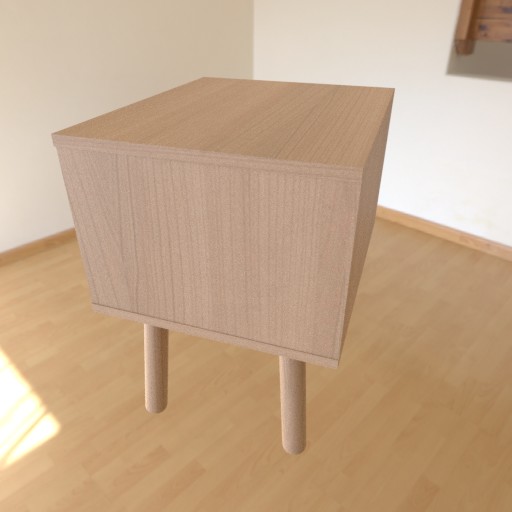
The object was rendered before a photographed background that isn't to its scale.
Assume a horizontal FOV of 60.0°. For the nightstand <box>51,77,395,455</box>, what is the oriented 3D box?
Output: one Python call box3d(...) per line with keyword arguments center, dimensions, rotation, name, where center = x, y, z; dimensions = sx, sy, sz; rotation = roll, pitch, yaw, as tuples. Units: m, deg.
box3d(center=(0.000, 0.000, 0.811), dimensions=(0.380, 0.530, 0.450), rotation=(10, 32, 16), name="nightstand")
